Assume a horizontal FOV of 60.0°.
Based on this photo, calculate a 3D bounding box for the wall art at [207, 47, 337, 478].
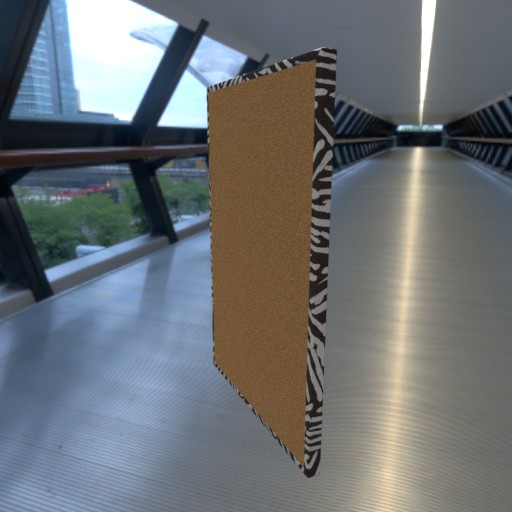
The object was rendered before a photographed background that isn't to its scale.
[{"bbox_3d":[0.000,0.000,1.186,0.035,0.918,0.615,-7,15,-25],"label":"wall art"}]
